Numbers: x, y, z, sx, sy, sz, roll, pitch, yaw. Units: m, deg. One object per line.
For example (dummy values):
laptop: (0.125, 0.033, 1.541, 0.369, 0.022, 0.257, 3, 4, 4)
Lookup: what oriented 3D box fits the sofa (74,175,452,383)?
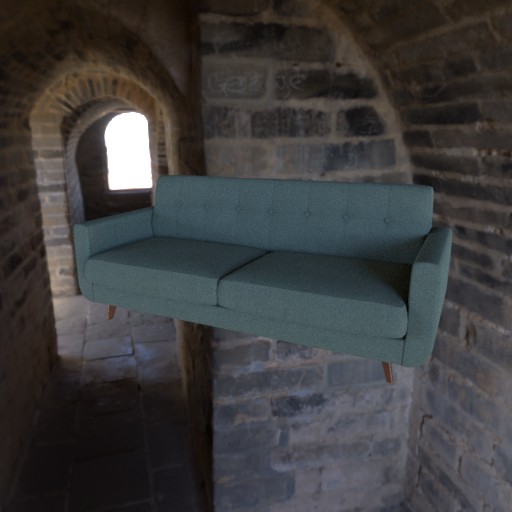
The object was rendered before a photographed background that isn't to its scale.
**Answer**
sofa: (0.000, 0.000, 2.567, 2.029, 0.841, 0.909, 7, 16, 25)
